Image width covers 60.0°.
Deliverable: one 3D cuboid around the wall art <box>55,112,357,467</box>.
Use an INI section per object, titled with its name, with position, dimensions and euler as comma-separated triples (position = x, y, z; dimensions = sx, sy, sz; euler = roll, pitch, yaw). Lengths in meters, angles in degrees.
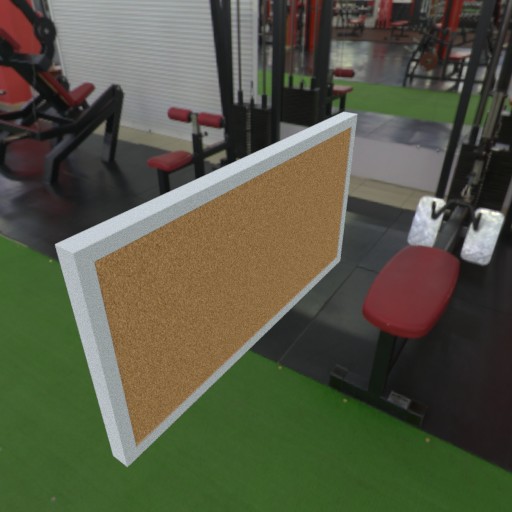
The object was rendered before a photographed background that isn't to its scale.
[wall art]
position = 0.000, 0.000, 0.938
dimensions = 0.038, 0.431, 0.812
euler = 21, 37, 30
